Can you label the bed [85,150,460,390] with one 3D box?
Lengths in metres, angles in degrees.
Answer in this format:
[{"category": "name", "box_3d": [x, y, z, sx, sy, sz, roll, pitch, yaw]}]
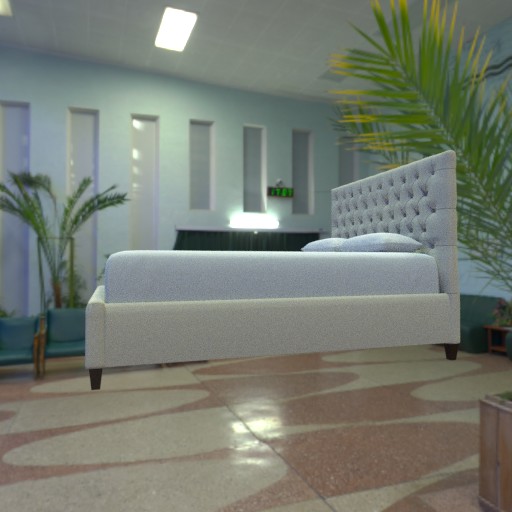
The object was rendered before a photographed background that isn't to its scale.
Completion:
[{"category": "bed", "box_3d": [0.000, 0.000, 3.438, 2.387, 1.427, 1.698, 0, -1, -18]}]
